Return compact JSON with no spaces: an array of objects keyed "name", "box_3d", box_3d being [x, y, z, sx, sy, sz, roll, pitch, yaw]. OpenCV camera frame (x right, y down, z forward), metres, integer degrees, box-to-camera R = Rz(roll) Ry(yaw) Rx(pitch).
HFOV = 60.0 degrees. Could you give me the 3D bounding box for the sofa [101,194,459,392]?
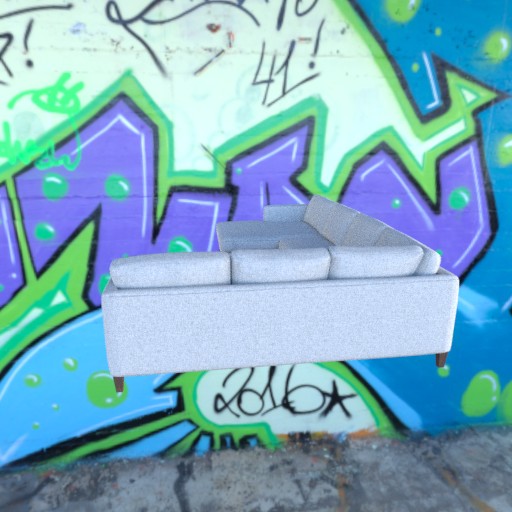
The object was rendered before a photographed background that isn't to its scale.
[{"name":"sofa","box_3d":[0.000,0.000,4.771,2.593,0.959,3.460,-2,16,-8]}]
